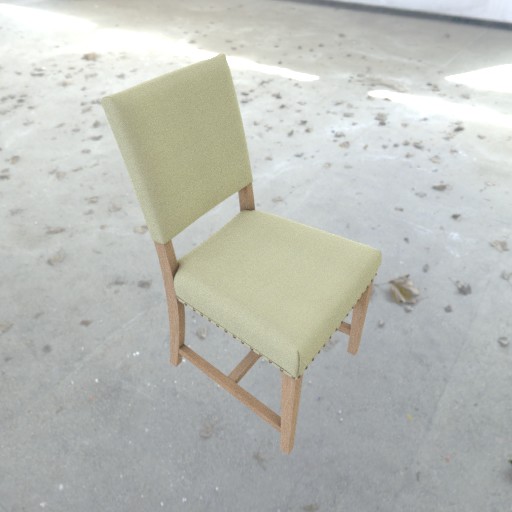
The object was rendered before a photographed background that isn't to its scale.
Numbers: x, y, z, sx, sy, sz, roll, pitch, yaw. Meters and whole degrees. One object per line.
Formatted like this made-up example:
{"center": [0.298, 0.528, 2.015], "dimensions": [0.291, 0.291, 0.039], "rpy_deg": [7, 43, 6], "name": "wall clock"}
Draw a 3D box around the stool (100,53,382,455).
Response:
{"center": [0.000, 0.000, 1.352], "dimensions": [0.623, 0.986, 0.508], "rpy_deg": [24, 46, 26], "name": "stool"}
